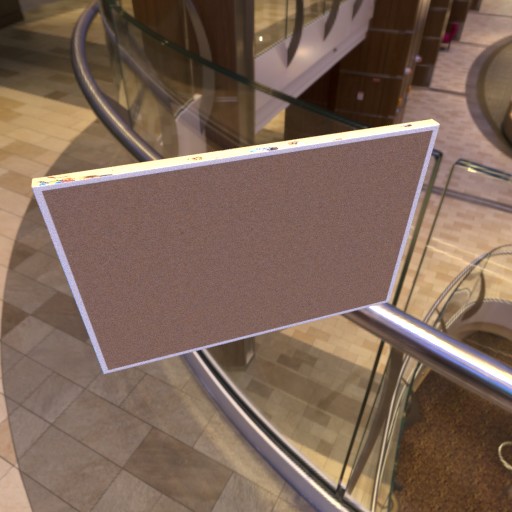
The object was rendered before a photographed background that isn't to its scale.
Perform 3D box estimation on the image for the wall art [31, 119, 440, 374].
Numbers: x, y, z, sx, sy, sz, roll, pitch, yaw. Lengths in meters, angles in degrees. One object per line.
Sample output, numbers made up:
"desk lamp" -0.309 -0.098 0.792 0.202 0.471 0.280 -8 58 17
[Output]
"wall art" 0.000 0.000 1.450 1.136 0.769 0.040 -12 42 -13
